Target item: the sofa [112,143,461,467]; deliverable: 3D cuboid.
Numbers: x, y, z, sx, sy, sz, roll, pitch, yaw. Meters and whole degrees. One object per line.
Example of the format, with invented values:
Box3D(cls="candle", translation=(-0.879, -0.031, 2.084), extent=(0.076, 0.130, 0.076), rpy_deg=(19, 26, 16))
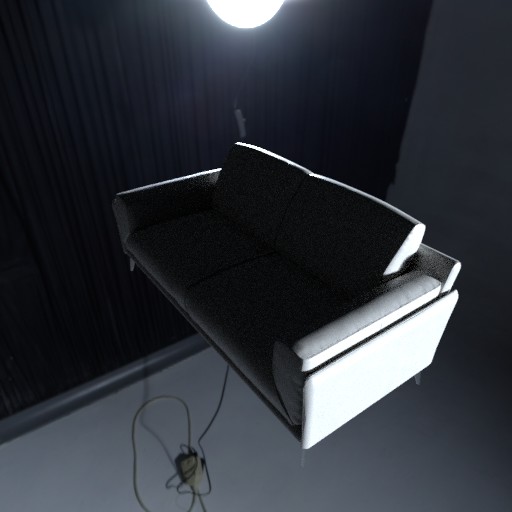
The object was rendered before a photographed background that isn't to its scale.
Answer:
Box3D(cls="sofa", translation=(0.000, 0.000, 2.729), extent=(1.049, 0.930, 2.101), rpy_deg=(-21, 37, -30))
